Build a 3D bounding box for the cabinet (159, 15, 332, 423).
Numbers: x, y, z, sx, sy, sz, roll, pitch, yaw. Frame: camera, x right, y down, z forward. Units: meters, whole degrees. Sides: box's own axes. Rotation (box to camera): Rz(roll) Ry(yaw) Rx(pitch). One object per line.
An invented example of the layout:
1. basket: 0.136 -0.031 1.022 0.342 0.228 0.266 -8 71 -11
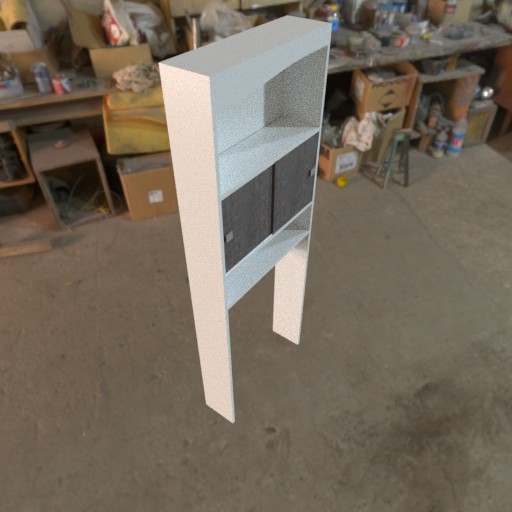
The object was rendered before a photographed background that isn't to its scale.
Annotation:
1. cabinet: 0.000 0.000 1.955 0.192 1.770 0.643 26 48 27
